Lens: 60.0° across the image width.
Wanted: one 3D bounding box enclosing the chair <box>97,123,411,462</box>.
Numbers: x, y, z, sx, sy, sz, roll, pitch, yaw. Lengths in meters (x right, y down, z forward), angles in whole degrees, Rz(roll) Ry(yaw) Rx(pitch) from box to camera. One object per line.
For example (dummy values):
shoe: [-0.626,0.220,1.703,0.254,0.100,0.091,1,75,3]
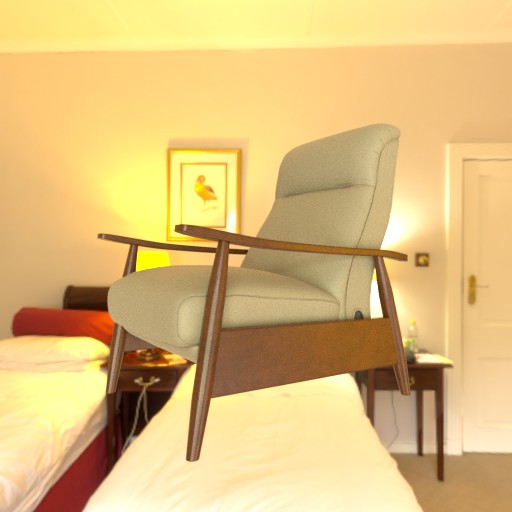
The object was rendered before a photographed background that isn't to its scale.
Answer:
chair: [0.000,0.000,1.743,1.014,1.082,0.762,0,1,-36]
